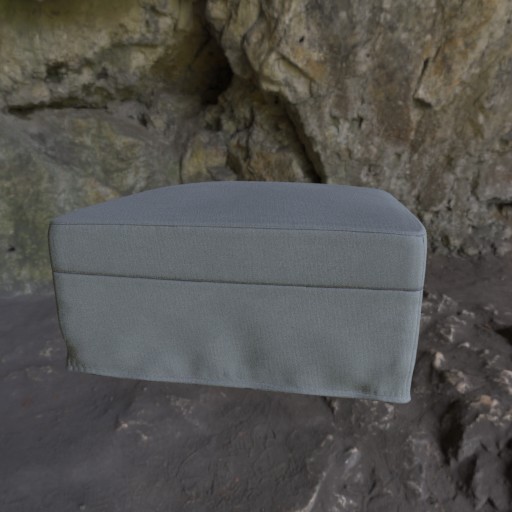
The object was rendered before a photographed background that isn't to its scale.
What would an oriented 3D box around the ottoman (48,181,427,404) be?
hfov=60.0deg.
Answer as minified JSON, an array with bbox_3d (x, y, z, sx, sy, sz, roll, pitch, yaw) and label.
[{"bbox_3d":[0.000,0.000,1.347,0.842,0.441,0.843,2,14,10],"label":"ottoman"}]
